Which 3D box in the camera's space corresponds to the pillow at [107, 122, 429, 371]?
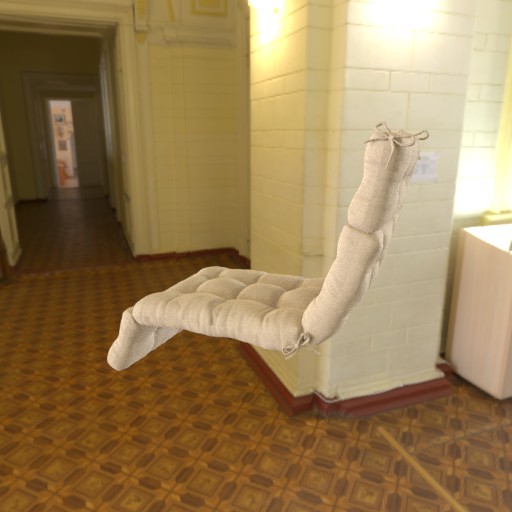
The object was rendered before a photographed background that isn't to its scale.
[{"bbox_3d":[0.000,0.000,1.529,1.016,0.863,0.526,7,16,23],"label":"pillow"}]
